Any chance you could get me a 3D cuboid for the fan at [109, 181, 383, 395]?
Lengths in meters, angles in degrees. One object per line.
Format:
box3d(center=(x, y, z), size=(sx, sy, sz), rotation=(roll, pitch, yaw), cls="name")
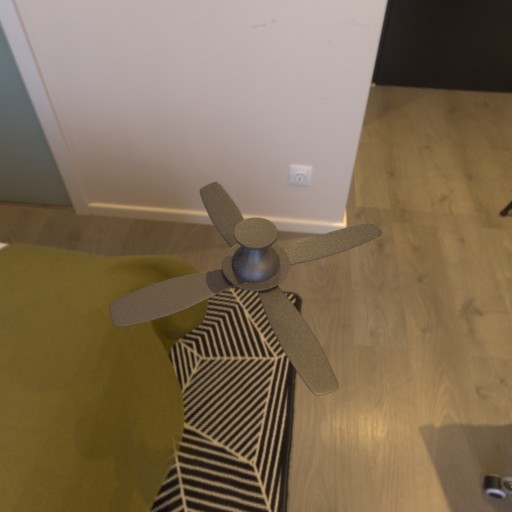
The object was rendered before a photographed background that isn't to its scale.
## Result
box3d(center=(0.000, 0.000, 2.521), size=(1.694, 0.382, 1.694), rotation=(-18, 50, -16), cls="fan")
